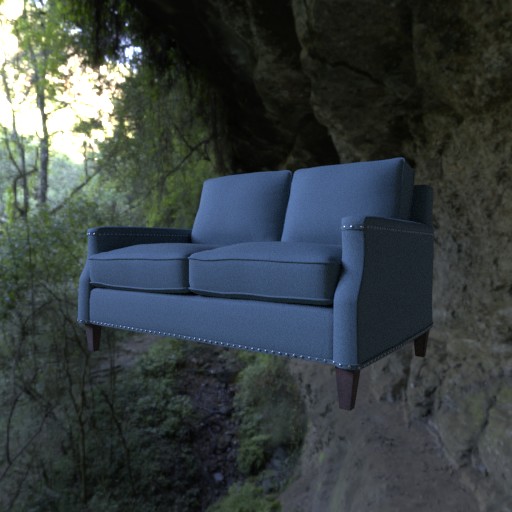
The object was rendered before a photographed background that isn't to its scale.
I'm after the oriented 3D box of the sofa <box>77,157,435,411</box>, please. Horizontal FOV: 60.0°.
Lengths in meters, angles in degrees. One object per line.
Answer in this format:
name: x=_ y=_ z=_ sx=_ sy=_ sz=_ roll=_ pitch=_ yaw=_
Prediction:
sofa: x=0.000 y=0.000 z=2.306 sx=1.597 sy=1.003 sz=1.084 roll=1 pitch=2 yaw=36
